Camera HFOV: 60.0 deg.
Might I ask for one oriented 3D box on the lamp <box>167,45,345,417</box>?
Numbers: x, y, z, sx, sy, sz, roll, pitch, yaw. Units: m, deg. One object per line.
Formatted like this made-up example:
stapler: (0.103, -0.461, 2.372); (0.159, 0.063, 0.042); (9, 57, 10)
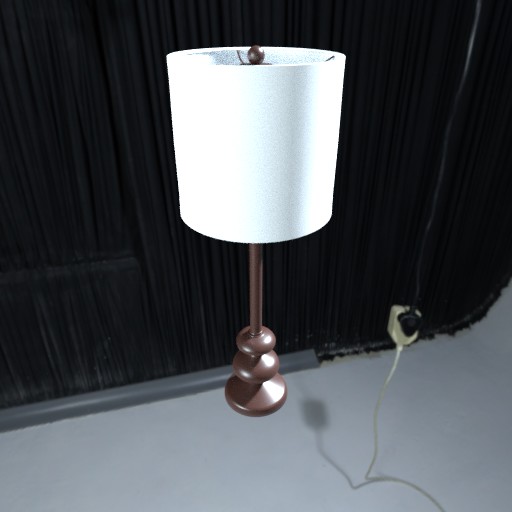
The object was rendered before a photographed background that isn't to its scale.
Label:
lamp: (0.000, 0.000, 0.802); (0.254, 0.690, 0.254); (-7, 31, -13)
